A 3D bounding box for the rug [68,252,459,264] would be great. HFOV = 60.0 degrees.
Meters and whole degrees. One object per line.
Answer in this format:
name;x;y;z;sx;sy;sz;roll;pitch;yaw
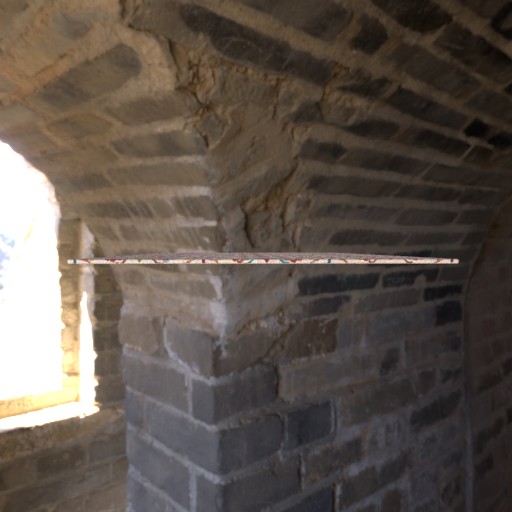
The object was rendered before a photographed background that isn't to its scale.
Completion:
rug;0.000;0.000;2.881;1.541;0.018;2.297;0;1;-2
